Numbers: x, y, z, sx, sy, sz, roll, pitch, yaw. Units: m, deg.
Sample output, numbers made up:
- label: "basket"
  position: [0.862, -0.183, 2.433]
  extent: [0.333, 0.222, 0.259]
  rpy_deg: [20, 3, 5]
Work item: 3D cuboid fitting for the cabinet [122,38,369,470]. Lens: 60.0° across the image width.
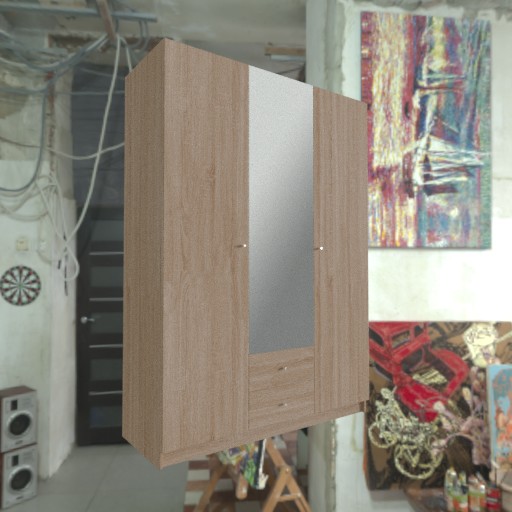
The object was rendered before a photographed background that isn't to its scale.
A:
- label: "cabinet"
  position: [0.000, 0.000, 2.813]
  extent: [1.500, 2.120, 0.590]
  rpy_deg: [1, -2, -36]
